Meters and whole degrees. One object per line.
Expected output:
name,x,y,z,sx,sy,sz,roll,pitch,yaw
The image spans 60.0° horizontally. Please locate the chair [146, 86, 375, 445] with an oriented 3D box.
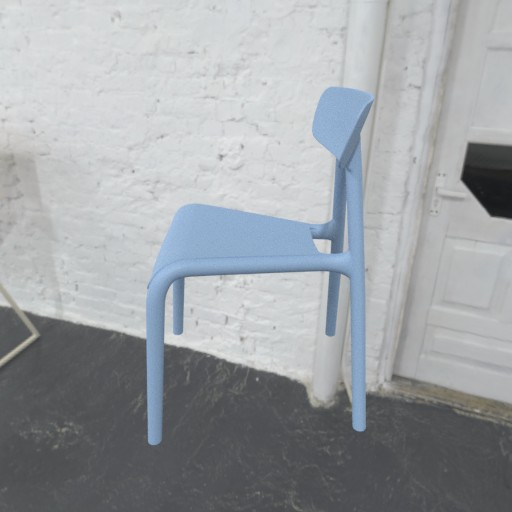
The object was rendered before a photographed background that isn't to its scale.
chair,0.000,0.000,0.835,0.401,0.580,0.356,-1,26,-2
